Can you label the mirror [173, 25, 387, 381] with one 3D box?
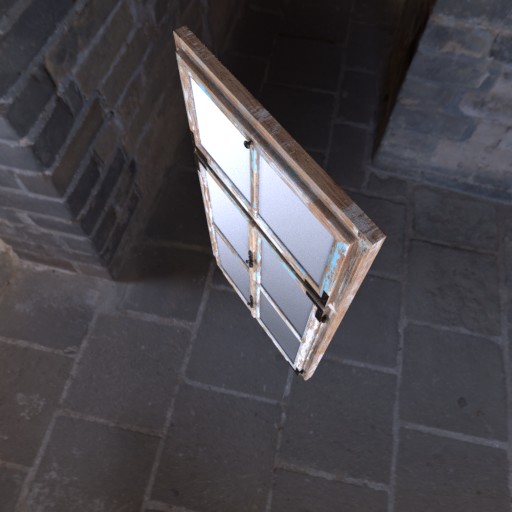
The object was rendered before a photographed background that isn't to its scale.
[{"bbox_3d":[0.000,0.000,1.464,0.083,1.213,0.707,-32,67,-15],"label":"mirror"}]
